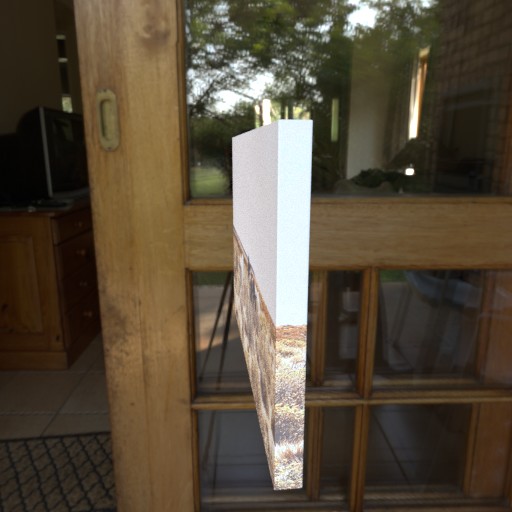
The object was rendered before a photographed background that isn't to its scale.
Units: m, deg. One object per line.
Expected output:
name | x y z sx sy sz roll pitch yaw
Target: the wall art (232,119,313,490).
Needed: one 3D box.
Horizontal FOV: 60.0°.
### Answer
wall art | 0.000 0.000 1.134 0.050 0.610 0.914 -2 14 -7
